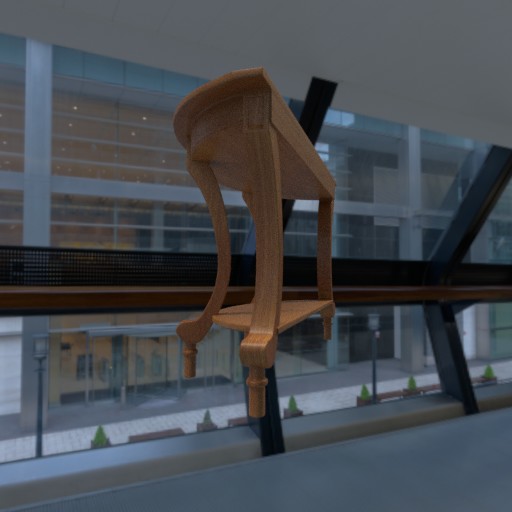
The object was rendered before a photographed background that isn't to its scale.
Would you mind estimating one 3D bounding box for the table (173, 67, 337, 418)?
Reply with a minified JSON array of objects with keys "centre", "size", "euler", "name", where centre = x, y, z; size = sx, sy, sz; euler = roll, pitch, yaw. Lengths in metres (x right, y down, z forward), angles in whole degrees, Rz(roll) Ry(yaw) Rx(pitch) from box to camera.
[{"centre":[0.000,0.000,1.473],"size":[0.394,0.692,1.198],"euler":[-1,-2,17],"name":"table"}]
